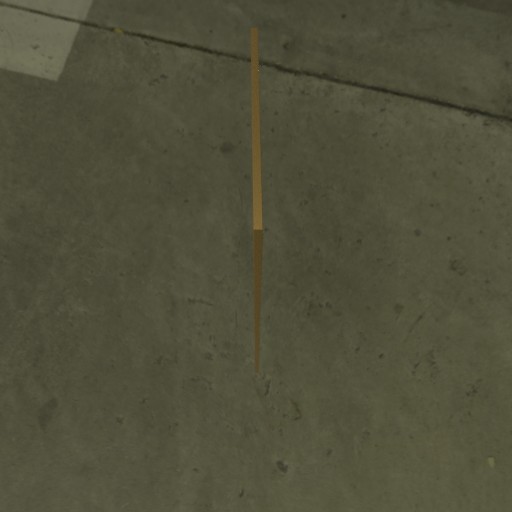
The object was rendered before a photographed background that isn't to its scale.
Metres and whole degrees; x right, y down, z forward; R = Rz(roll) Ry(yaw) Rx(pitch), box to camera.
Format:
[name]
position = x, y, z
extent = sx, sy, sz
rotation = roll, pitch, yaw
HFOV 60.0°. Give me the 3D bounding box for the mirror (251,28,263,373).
[mirror]
position = 0.000, 0.000, 2.305
extent = 0.025, 2.031, 0.812
rotation = -1, 64, 0
